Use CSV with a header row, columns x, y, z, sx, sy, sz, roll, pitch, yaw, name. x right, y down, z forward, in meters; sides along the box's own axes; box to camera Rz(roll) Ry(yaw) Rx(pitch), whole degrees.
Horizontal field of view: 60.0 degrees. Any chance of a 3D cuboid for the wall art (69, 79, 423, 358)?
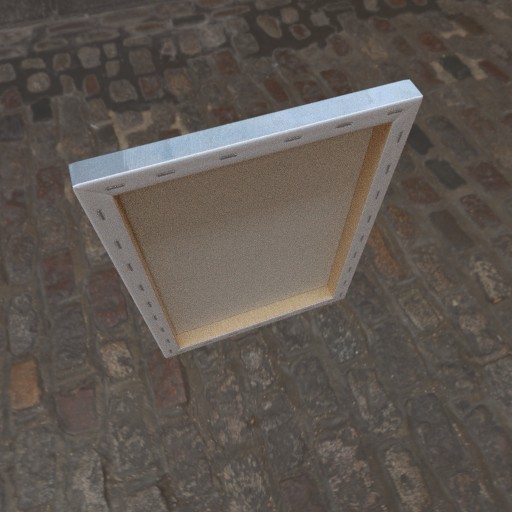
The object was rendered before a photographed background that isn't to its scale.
x,y,z,sx,sy,sz,roll,pitch,yaw,name
0.000,0.000,0.809,0.455,0.613,0.037,-17,60,-10,wall art
